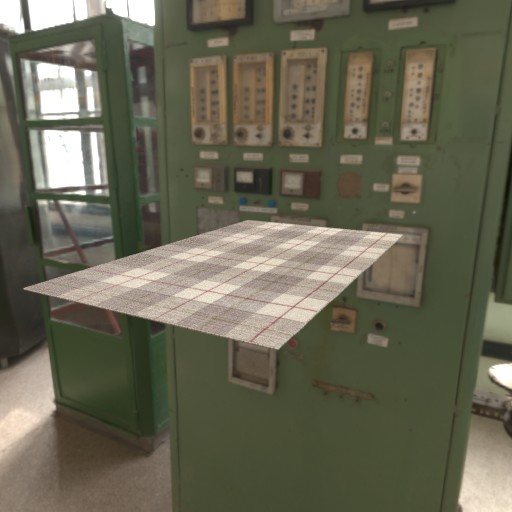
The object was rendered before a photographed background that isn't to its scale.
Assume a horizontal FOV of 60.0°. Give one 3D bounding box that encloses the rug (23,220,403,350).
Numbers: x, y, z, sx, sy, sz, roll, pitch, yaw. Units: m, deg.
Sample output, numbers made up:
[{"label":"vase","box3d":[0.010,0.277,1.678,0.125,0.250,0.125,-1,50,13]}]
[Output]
[{"label":"rug","box3d":[0.000,0.000,3.097,1.549,0.010,2.464,8,16,27]}]
